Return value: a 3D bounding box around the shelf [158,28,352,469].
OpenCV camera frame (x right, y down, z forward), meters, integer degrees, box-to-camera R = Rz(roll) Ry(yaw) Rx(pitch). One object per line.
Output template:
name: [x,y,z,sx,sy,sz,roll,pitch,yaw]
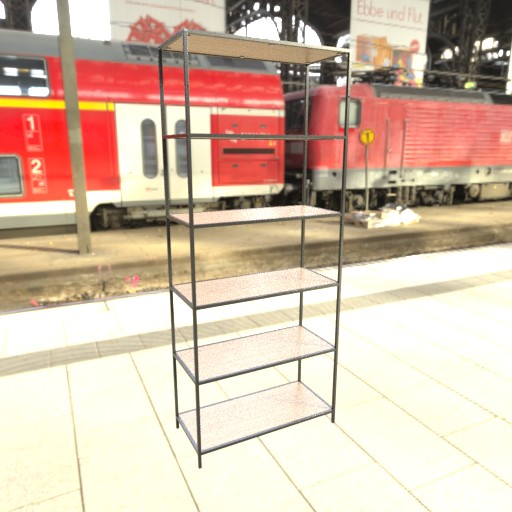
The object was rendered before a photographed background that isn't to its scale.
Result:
shelf: [0.000,0.000,2.137,0.770,1.850,0.350,-7,15,-26]
